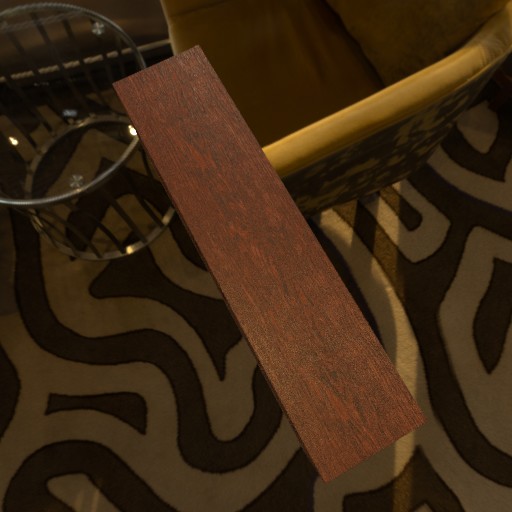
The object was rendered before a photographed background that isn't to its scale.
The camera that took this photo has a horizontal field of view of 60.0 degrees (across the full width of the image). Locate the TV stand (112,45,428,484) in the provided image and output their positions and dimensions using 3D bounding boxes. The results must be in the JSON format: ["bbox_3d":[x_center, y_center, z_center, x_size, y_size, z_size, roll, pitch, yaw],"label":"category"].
[{"bbox_3d":[0.000,0.000,1.770,0.382,0.578,1.541,-28,76,-7],"label":"TV stand"}]
